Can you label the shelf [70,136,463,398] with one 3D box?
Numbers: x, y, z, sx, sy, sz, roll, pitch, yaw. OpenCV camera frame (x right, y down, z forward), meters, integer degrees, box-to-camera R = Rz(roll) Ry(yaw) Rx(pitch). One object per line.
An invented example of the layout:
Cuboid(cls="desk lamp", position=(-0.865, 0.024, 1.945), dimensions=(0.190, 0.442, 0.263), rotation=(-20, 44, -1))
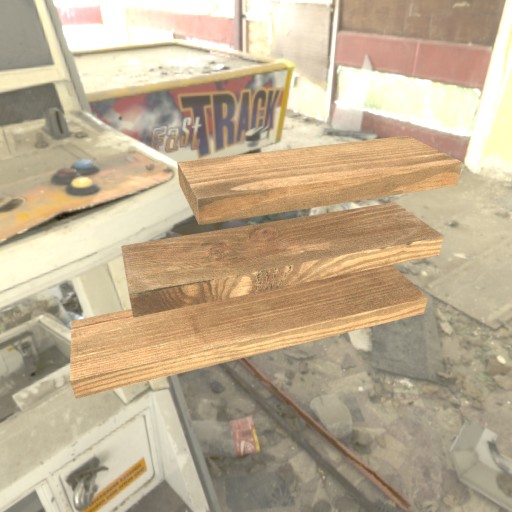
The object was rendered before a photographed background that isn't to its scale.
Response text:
Cuboid(cls="shelf", position=(0.000, 0.000, 0.715), dimensions=(0.610, 0.293, 0.140), rotation=(-10, 34, -16))
